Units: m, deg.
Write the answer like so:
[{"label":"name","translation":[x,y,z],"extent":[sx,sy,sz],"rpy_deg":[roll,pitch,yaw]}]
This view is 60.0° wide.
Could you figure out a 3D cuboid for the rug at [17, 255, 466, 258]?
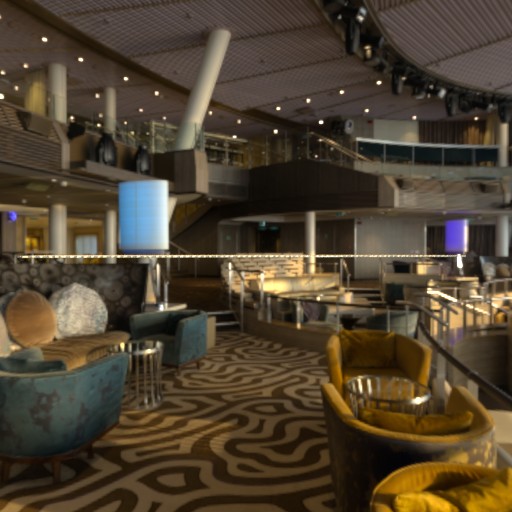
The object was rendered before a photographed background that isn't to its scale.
[{"label":"rug","translation":[0.000,0.000,2.493],"extent":[2.286,0.008,0.686],"rpy_deg":[0,0,-16]}]
